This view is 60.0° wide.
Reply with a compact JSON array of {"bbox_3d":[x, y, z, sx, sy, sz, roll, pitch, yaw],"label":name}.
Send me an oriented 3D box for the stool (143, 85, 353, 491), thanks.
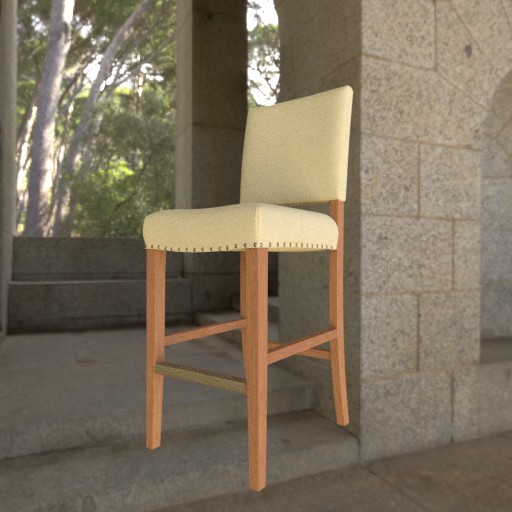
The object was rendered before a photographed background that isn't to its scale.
[{"bbox_3d":[0.000,0.000,1.451,0.445,1.168,0.584,0,0,36],"label":"stool"}]
